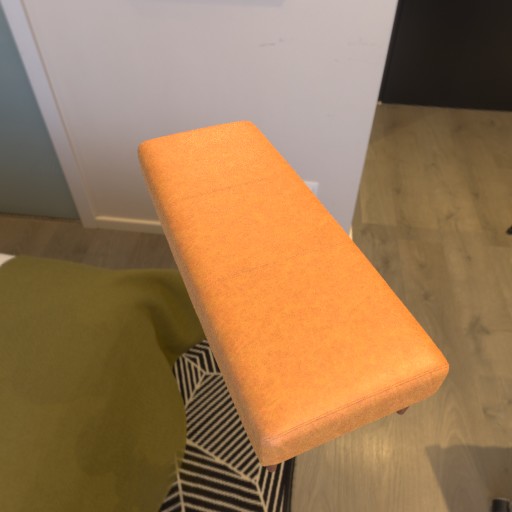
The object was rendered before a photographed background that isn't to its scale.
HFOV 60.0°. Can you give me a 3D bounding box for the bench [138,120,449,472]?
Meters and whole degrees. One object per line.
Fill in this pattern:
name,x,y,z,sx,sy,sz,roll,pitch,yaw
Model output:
bench,0.000,0.000,1.870,0.653,0.399,1.610,-17,48,-16
